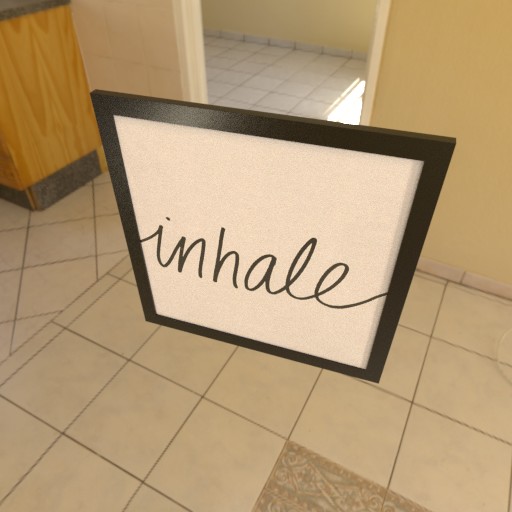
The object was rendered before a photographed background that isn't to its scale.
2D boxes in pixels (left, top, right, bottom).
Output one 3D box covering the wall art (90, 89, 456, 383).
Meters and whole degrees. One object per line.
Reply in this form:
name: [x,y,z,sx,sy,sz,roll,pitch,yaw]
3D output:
wall art: [0.000,0.000,0.667,0.446,0.445,0.014,12,42,14]
